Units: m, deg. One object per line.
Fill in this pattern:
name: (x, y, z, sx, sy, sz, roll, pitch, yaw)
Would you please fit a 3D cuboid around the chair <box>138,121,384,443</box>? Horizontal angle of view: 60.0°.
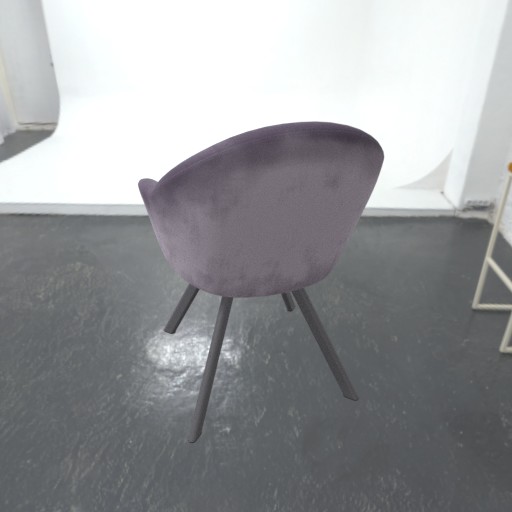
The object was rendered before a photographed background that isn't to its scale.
chair: (0.000, 0.000, 1.179, 0.550, 0.795, 0.590, -9, 29, -16)
